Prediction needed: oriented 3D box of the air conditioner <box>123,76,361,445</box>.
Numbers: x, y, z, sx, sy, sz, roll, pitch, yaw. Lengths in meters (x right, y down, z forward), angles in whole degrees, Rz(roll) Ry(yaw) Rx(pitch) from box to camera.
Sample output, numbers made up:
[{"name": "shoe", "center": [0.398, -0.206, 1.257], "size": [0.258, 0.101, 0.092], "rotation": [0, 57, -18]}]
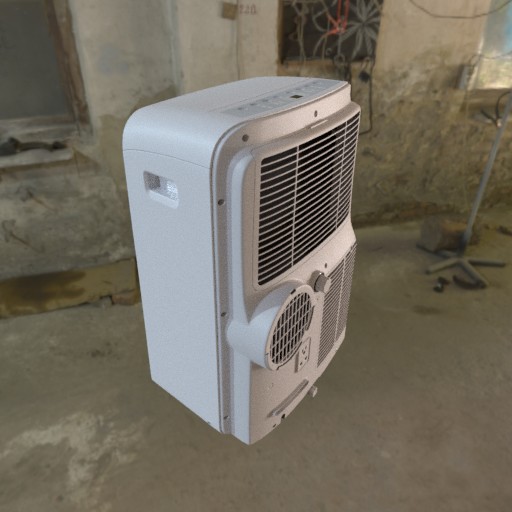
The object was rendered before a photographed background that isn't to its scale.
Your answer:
[{"name": "air conditioner", "center": [0.000, 0.000, 0.973], "size": [0.365, 0.700, 0.454], "rotation": [22, 39, 30]}]
